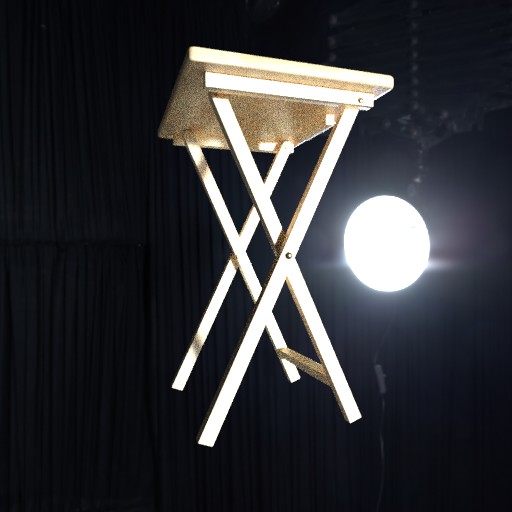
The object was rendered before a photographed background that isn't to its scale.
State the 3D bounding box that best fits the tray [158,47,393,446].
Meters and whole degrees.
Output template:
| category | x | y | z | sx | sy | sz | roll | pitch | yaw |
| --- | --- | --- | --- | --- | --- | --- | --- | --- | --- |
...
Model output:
| category | x | y | z | sx | sy | sz | roll | pitch | yaw |
| --- | --- | --- | --- | --- | --- | --- | --- | --- | --- |
| tray | 0.000 | 0.000 | 0.982 | 0.381 | 0.660 | 0.483 | 0 | 0 | -18 |
